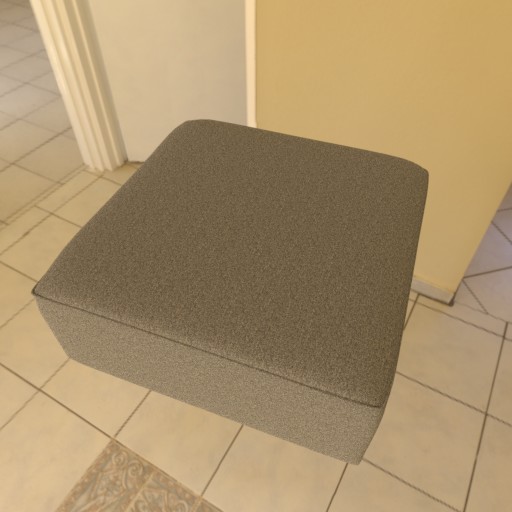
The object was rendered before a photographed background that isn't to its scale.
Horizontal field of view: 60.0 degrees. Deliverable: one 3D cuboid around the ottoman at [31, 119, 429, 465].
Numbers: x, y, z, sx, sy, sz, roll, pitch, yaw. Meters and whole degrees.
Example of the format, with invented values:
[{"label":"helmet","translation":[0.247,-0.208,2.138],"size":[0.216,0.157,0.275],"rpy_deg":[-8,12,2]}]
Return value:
[{"label":"ottoman","translation":[0.000,0.000,1.559],"size":[1.015,0.464,1.005],"rpy_deg":[15,49,14]}]
